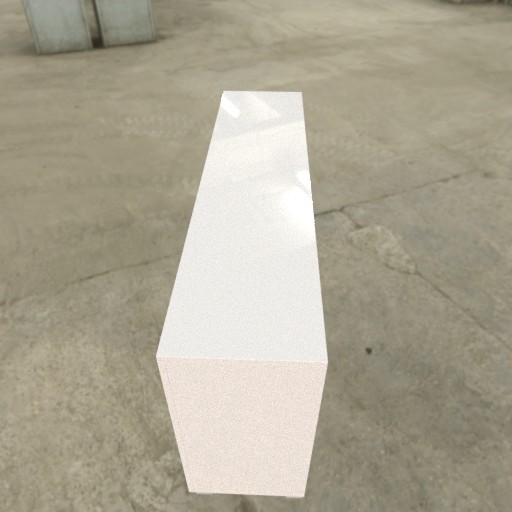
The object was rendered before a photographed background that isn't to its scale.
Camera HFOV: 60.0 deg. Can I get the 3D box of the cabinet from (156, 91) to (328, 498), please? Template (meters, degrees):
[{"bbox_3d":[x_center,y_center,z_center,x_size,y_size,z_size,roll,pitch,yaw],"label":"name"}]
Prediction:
[{"bbox_3d":[0.000,0.000,1.911,0.400,0.800,1.650,2,41,2],"label":"cabinet"}]
